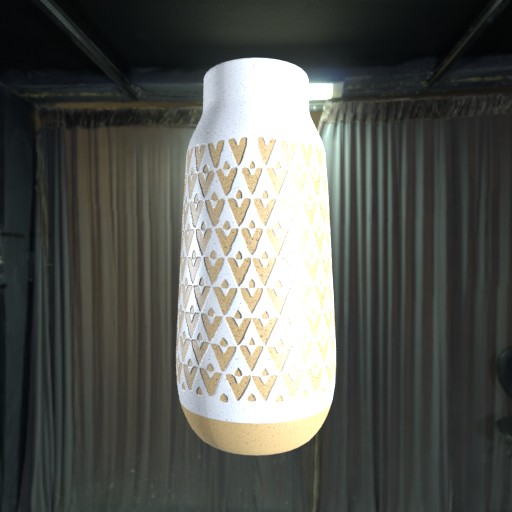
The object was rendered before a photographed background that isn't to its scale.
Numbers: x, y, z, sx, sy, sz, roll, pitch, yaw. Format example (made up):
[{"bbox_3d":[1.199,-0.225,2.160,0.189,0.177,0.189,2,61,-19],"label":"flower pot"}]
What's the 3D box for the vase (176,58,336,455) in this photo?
[{"bbox_3d":[0.000,0.000,0.386,0.137,0.307,0.137,0,1,0],"label":"vase"}]
